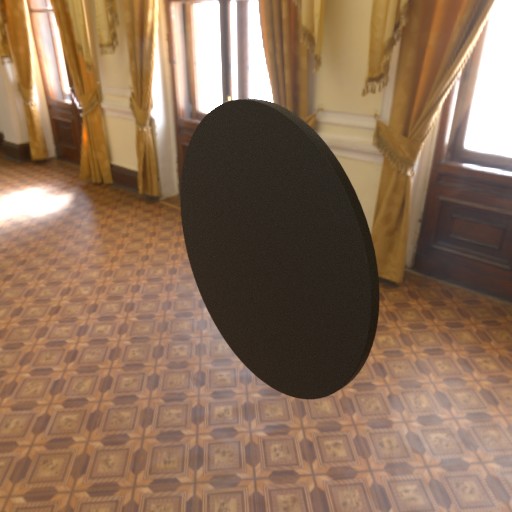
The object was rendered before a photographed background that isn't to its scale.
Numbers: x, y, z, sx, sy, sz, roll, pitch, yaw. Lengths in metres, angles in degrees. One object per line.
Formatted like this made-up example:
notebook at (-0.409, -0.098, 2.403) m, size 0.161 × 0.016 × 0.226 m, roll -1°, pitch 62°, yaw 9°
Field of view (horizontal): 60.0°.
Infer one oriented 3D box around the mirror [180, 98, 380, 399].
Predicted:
mirror at (0.000, 0.000, 1.606) m, size 0.036 × 1.077 × 1.077 m, roll -18°, pitch 32°, yaw -33°
